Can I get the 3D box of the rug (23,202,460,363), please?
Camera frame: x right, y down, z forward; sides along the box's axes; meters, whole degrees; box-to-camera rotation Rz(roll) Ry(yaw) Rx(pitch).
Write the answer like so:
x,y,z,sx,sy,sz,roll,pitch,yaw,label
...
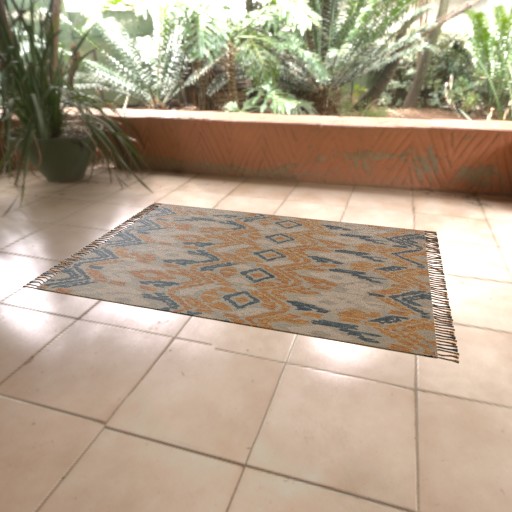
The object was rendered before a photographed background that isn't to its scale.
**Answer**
x,y,z,sx,sy,sz,roll,pitch,yaw,label
0.000,0.000,2.277,1.827,0.008,1.230,7,27,15,rug
